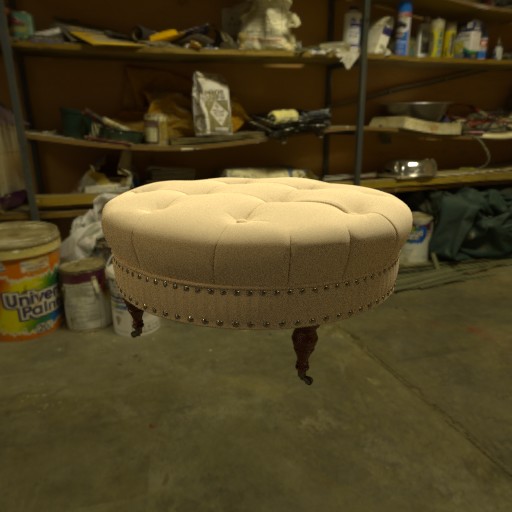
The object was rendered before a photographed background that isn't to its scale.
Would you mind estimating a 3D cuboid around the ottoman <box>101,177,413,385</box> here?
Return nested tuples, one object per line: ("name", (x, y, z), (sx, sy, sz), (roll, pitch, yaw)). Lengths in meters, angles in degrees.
("ottoman", (0.000, 0.000, 1.388), (0.901, 0.439, 0.901), (0, 17, 0))
